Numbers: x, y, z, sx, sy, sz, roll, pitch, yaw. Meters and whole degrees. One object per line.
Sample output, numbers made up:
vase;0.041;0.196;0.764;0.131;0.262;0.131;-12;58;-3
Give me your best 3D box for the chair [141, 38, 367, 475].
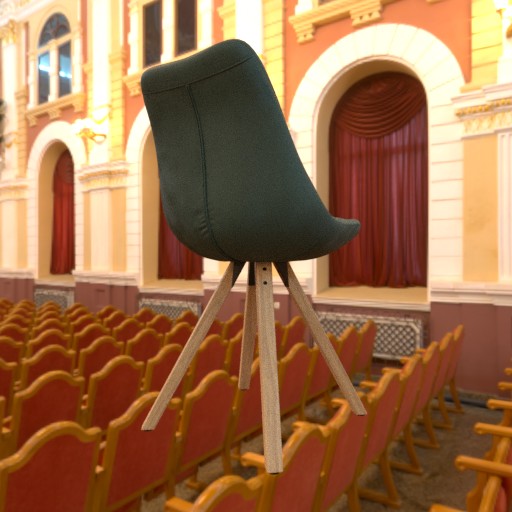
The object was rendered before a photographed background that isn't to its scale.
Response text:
chair;0.000;0.000;1.160;0.483;0.865;0.547;0;0;36
